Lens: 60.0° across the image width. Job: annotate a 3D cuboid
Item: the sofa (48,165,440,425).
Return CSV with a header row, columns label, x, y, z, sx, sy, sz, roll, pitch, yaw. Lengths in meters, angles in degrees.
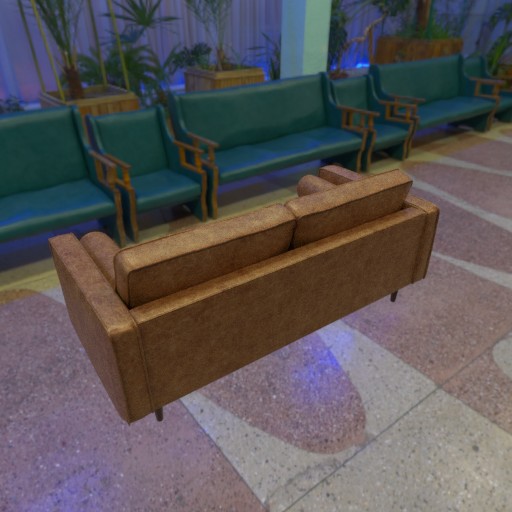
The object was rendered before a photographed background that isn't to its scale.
label,x,y,z,sx,sy,sz,roll,pitch,yaw
sofa,0.000,0.000,2.434,1.920,0.825,0.924,-20,36,-29
